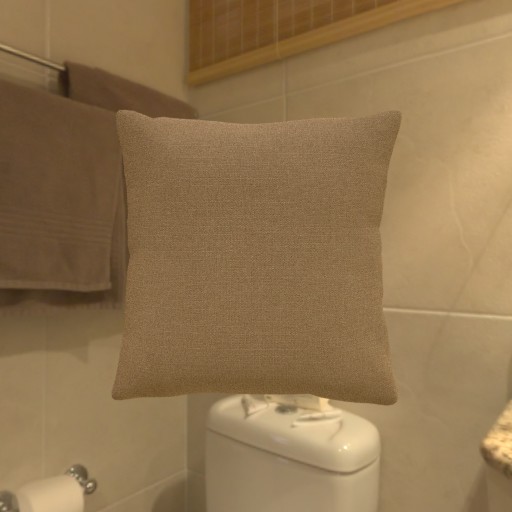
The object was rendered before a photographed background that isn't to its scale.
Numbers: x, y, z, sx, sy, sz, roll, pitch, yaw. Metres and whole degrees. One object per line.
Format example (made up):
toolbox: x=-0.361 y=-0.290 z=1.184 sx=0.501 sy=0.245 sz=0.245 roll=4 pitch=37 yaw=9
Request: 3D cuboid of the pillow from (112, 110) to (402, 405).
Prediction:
pillow: x=0.000 y=0.000 z=0.664 sx=0.429 sy=0.436 sz=0.159 roll=0 pitch=-1 yaw=1
